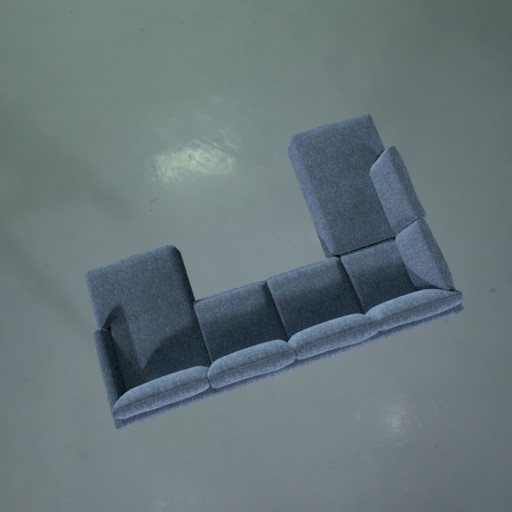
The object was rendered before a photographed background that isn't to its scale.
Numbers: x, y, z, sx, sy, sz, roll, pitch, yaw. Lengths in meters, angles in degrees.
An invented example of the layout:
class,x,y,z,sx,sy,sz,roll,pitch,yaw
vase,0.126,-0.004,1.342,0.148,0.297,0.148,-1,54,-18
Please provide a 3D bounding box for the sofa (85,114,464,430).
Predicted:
class,x,y,z,sx,sy,sz,roll,pitch,yaw
sofa,0.000,0.000,3.593,2.737,0.756,1.879,-18,76,-4
